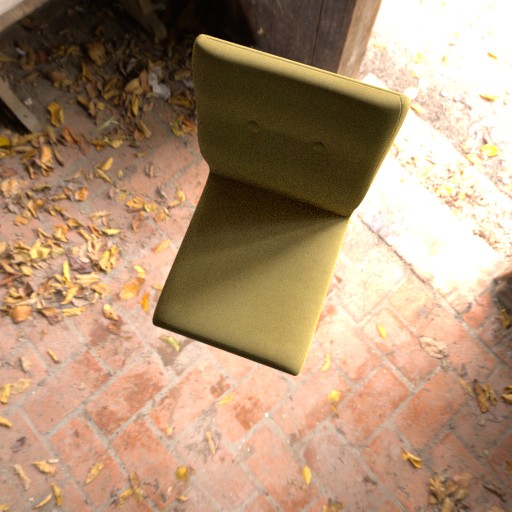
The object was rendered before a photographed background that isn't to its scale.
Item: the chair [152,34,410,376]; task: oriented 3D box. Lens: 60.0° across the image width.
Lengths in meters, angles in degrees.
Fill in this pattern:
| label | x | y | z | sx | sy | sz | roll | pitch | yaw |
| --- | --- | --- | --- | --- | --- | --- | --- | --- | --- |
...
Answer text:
| label | x | y | z | sx | sy | sz | roll | pitch | yaw |
| --- | --- | --- | --- | --- | --- | --- | --- | --- | --- |
| chair | 0.000 | 0.000 | 1.254 | 0.450 | 0.965 | 0.550 | 19 | 76 | 5 |
